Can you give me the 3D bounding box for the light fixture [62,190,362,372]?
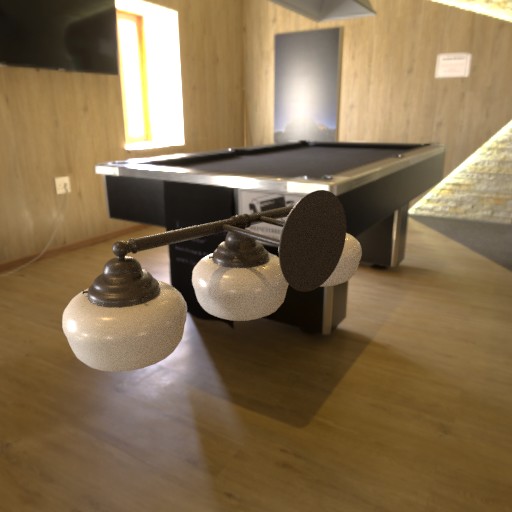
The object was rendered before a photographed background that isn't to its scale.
[{"bbox_3d":[0.000,0.000,0.710,0.587,0.242,0.239,-17,25,-41],"label":"light fixture"}]
